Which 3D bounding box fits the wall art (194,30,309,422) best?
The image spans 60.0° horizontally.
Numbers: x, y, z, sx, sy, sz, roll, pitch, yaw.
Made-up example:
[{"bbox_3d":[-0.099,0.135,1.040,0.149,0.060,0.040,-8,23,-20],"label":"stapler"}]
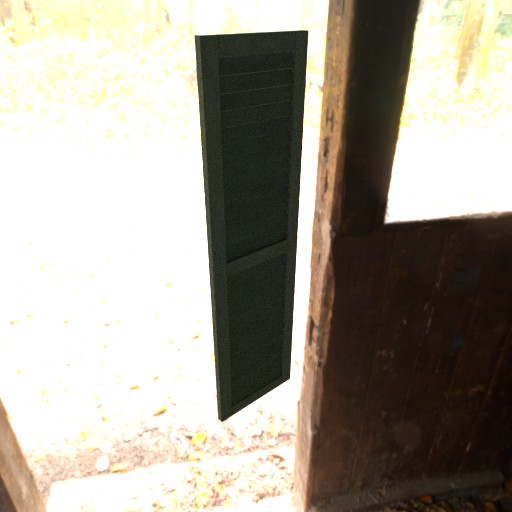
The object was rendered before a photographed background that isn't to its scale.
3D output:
[{"bbox_3d":[0.000,0.000,1.352,0.329,1.219,0.025,-22,37,-33],"label":"wall art"}]
